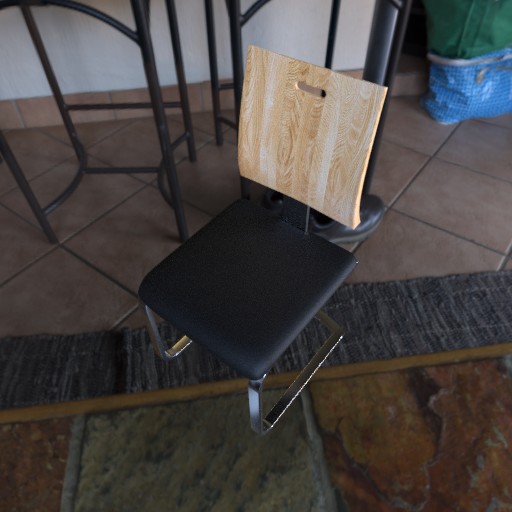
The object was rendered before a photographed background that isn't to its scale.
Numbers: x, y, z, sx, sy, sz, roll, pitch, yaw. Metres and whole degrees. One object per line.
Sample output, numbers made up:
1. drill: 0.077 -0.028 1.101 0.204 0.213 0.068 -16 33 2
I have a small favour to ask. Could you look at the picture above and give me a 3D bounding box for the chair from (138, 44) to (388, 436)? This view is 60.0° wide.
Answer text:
1. chair: 0.000 0.000 1.248 0.462 0.936 0.560 30 53 26
